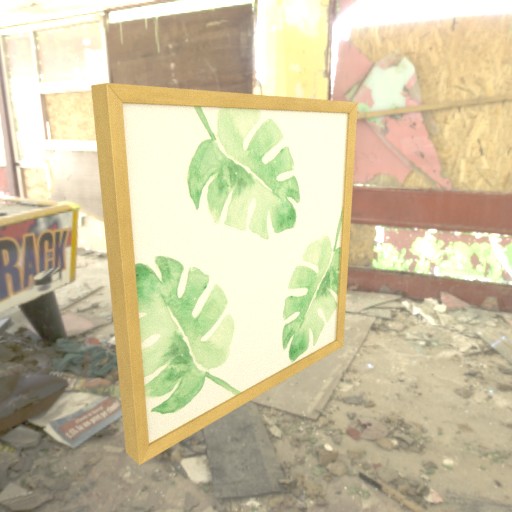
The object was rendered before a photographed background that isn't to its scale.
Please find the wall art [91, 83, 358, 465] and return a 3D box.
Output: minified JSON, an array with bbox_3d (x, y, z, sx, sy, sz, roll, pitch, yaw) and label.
[{"bbox_3d":[0.000,0.000,0.745,0.038,0.508,0.508,15,22,43],"label":"wall art"}]
